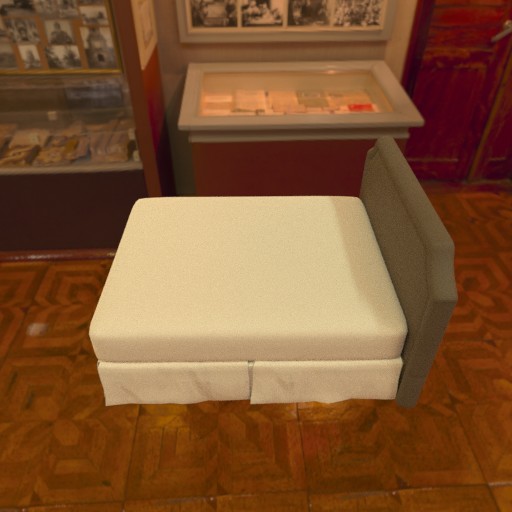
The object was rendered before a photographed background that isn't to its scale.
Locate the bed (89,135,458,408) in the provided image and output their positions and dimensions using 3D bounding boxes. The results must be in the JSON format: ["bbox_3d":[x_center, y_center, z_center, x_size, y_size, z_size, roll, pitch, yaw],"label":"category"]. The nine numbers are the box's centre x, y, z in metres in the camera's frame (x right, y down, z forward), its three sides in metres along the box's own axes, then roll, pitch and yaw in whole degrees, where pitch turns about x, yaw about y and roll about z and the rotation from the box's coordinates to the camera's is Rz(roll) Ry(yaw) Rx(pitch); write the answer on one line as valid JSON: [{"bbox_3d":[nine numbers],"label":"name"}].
[{"bbox_3d":[0.000,0.000,3.335,2.181,1.297,1.831,0,40,-1],"label":"bed"}]
